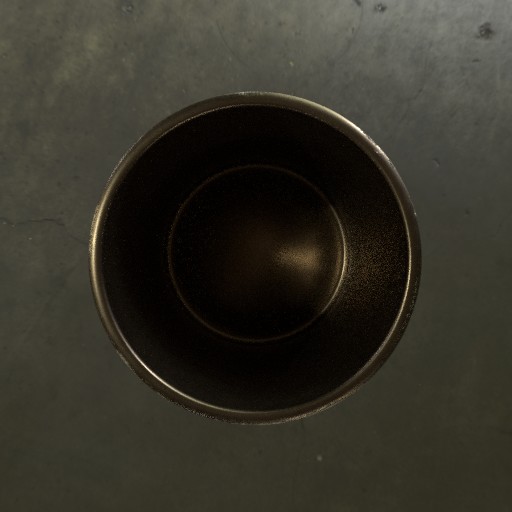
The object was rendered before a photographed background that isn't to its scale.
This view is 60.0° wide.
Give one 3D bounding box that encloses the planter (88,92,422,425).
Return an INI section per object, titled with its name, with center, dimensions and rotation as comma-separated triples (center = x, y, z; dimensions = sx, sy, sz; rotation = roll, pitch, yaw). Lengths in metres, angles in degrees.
[planter]
center = 0.000, 0.000, 0.385
dimensions = 0.221, 0.201, 0.221
rotation = 0, 92, 1
